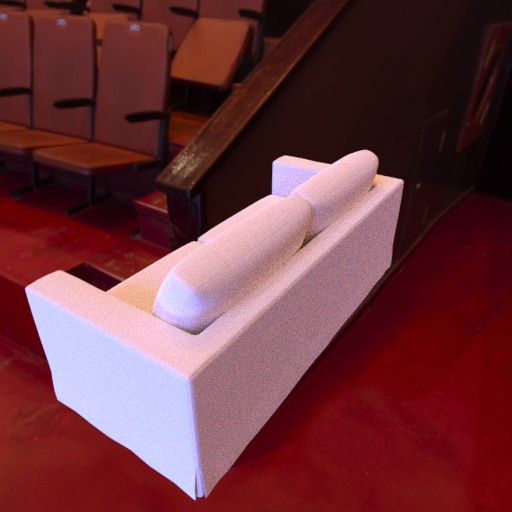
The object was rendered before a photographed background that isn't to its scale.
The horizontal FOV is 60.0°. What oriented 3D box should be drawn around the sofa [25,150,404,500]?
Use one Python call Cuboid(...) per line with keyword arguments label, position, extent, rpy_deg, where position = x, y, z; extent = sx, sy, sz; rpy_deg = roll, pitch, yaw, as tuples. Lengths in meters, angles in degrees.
Cuboid(label="sofa", position=(0.000, 0.000, 2.509), extent=(0.954, 0.881, 2.163), rpy_deg=(19, 36, 29))
